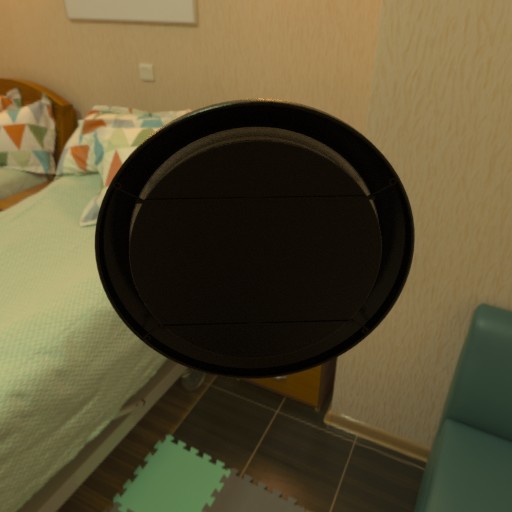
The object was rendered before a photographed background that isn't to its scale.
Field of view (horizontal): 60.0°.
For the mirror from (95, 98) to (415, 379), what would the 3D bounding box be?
[{"bbox_3d":[0.000,0.000,1.320,0.907,0.907,0.111,-1,30,-2],"label":"mirror"}]
